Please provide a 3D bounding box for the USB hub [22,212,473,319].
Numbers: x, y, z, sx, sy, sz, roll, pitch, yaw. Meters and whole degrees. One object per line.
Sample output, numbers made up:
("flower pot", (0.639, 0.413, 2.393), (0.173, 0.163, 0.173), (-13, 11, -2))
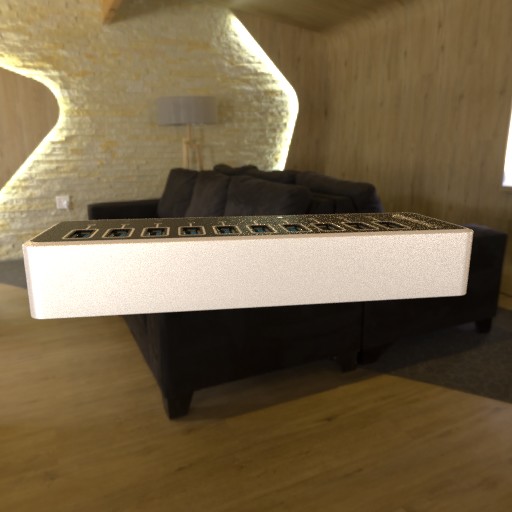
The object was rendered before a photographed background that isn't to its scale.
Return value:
("USB hub", (0.000, 0.000, 0.161), (0.145, 0.023, 0.044), (-2, 14, -9))
